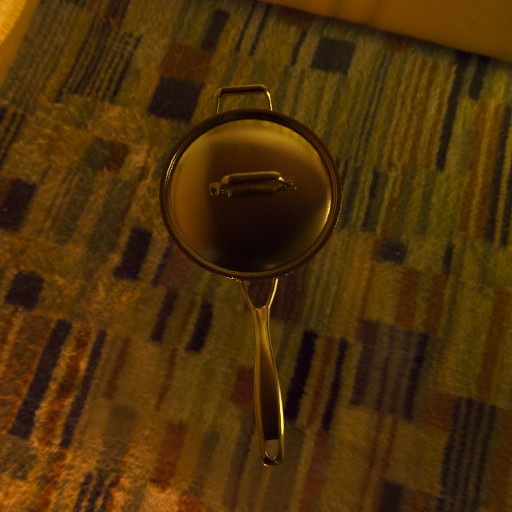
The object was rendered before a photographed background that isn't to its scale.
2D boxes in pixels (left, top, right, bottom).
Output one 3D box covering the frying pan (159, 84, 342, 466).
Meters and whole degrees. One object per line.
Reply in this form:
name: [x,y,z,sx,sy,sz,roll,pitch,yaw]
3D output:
frying pan: [0.000,0.000,0.660,0.280,0.114,0.561,-5,77,-1]
